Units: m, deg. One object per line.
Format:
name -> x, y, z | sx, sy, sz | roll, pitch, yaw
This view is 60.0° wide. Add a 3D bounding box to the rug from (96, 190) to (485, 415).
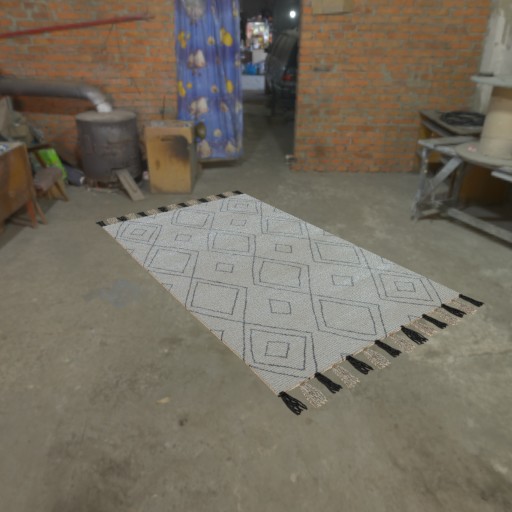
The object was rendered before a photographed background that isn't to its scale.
rug -> 0.000, 0.000, 3.317 | 1.524, 0.021, 2.755 | -18, 32, -32
